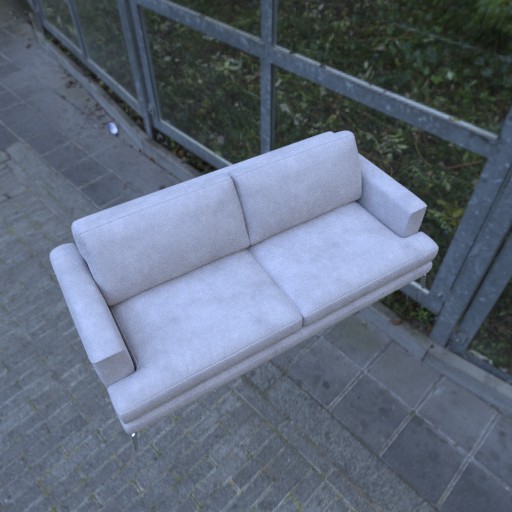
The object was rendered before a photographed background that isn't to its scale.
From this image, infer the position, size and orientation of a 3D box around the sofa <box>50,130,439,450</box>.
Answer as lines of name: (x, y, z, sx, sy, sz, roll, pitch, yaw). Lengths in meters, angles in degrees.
sofa: (0.000, 0.000, 2.527, 2.013, 0.830, 0.980, -24, 51, -21)
